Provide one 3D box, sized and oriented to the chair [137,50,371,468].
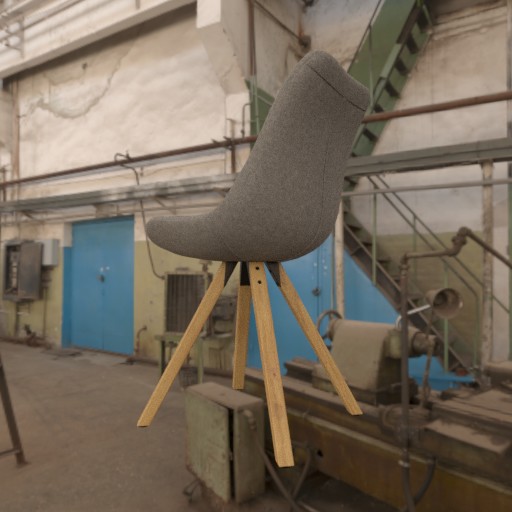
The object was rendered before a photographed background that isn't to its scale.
[{"bbox_3d":[0.000,0.000,1.180,0.550,0.865,0.483,-1,-1,35],"label":"chair"}]
